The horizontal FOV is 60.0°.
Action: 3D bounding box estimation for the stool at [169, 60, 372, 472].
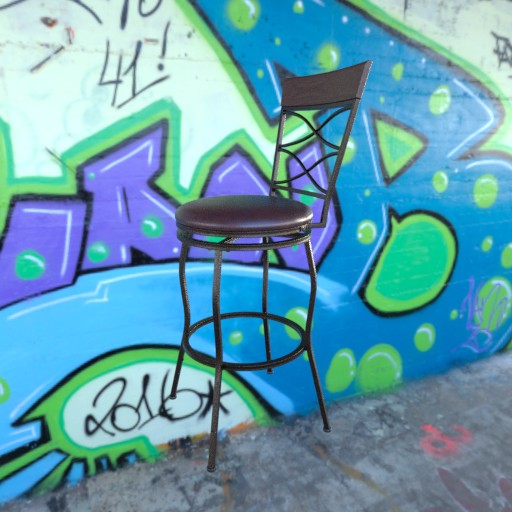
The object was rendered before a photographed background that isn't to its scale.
[{"bbox_3d":[0.000,0.000,1.419,0.513,1.130,0.448,-7,17,-25],"label":"stool"}]
